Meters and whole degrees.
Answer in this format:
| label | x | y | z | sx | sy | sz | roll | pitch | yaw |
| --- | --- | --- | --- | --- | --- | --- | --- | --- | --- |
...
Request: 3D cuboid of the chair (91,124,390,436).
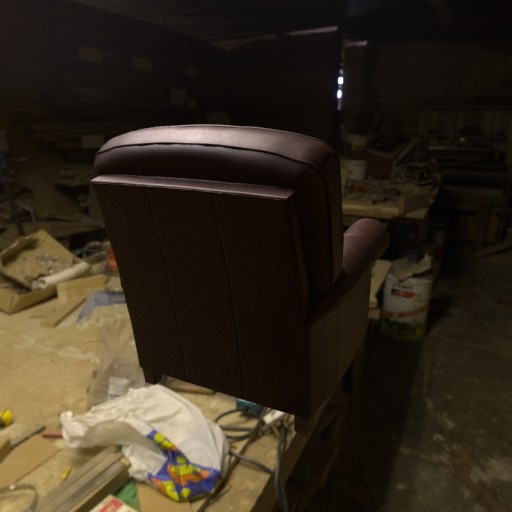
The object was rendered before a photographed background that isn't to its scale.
| label | x | y | z | sx | sy | sz | roll | pitch | yaw |
| --- | --- | --- | --- | --- | --- | --- | --- | --- | --- |
| chair | 0.000 | 0.000 | 1.770 | 0.936 | 1.018 | 0.986 | 9 | 20 | 25 |
